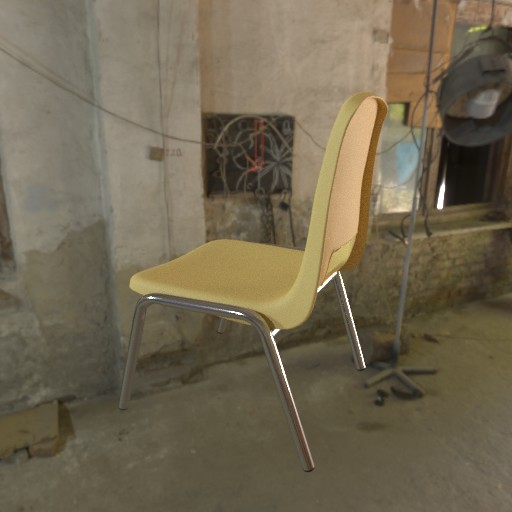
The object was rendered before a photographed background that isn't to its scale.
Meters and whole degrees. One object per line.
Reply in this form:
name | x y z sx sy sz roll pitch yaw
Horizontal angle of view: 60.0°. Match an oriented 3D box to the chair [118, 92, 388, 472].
chair | 0.000 0.000 0.787 0.385 0.536 0.354 8 19 26
